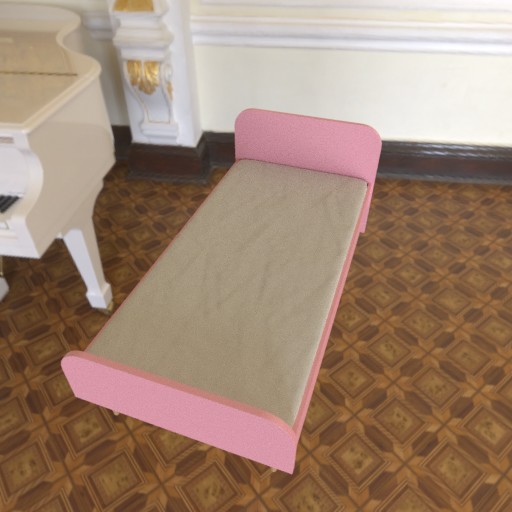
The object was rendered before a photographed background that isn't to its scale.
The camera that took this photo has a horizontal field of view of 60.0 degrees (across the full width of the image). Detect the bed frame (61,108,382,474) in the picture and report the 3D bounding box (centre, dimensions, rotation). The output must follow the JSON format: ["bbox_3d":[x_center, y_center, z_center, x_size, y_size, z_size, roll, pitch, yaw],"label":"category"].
[{"bbox_3d":[0.000,0.000,2.426,0.998,0.805,1.963,13,42,15],"label":"bed frame"}]
